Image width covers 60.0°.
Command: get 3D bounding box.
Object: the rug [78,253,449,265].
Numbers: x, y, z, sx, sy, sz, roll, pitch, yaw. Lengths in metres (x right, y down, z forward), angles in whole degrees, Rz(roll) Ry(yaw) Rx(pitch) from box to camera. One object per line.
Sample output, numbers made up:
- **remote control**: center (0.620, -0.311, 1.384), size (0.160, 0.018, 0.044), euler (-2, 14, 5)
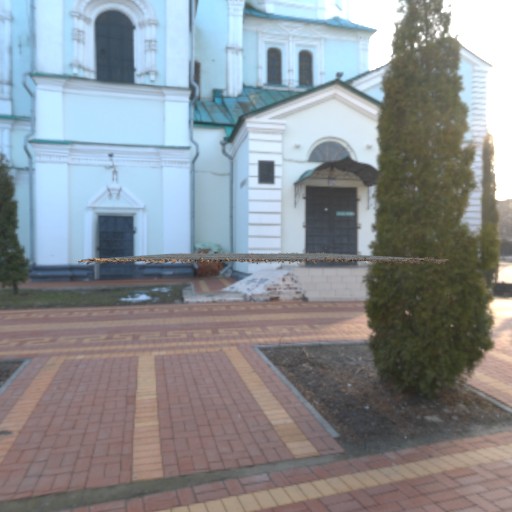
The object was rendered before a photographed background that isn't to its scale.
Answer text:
- **rug**: center (0.000, 0.000, 2.345), size (1.181, 0.028, 1.936), euler (0, 1, -1)
